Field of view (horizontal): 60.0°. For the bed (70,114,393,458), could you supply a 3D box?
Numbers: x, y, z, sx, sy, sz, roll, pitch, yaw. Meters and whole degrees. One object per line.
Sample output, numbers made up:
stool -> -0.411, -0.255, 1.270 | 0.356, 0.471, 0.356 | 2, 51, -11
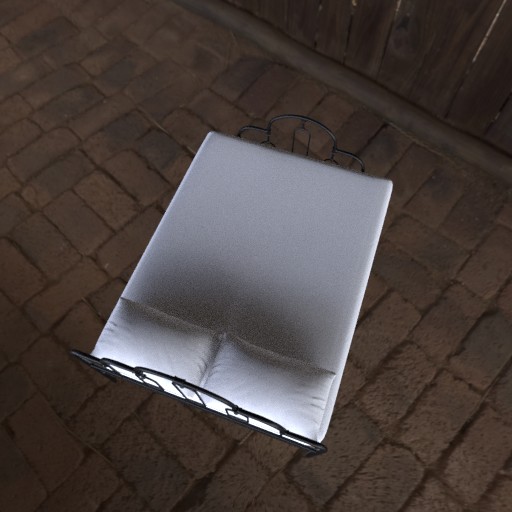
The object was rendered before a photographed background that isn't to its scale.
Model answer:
bed -> 0.000, 0.000, 3.170 | 1.626, 1.444, 2.181 | 18, 65, 9
